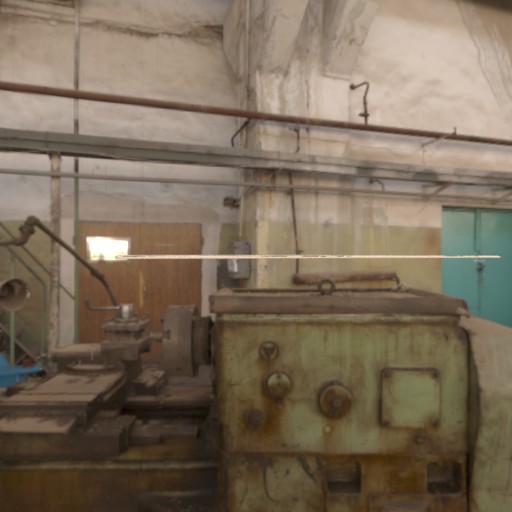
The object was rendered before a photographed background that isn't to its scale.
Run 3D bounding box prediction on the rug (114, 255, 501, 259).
[{"bbox_3d":[0.000,0.000,3.994,2.423,0.014,3.040,0,0,-17],"label":"rug"}]
